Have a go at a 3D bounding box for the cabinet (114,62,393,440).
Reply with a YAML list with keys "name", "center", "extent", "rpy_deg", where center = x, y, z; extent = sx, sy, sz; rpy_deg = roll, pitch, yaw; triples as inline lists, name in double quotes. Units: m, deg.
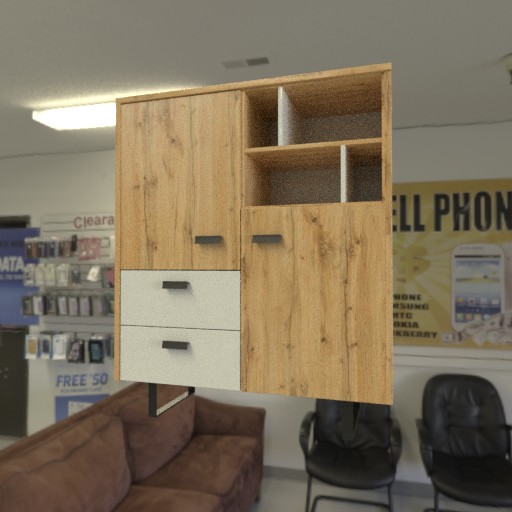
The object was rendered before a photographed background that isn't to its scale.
- name: "cabinet"
  center: [0.000, 0.000, 1.983]
  extent: [1.168, 1.397, 0.473]
  rpy_deg: [0, -1, 17]
